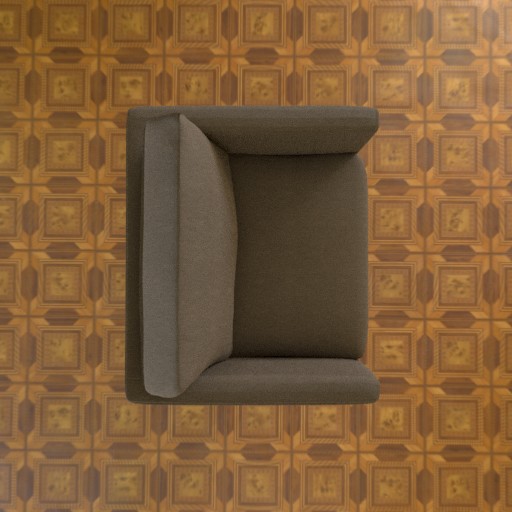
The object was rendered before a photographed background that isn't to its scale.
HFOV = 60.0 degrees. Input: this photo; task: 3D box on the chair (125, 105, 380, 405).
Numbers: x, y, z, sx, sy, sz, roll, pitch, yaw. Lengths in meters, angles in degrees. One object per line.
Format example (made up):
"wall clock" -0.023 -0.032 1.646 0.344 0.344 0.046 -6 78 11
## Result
"chair" 0.000 0.000 1.867 0.959 0.963 1.107 0 89 0
